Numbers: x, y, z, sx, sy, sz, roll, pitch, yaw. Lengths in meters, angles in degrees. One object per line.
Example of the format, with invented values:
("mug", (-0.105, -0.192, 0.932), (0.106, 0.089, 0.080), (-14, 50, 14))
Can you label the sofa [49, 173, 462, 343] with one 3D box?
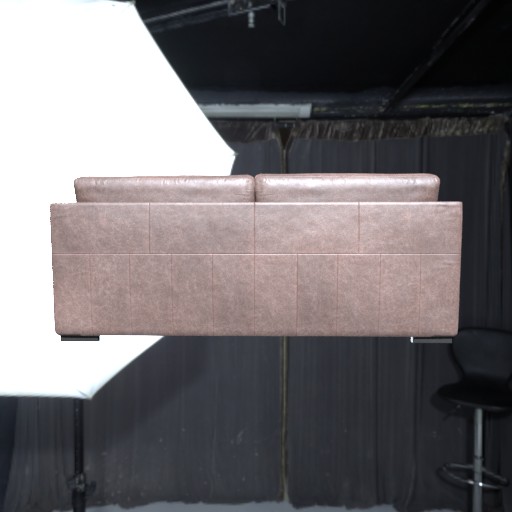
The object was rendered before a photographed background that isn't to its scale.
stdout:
("sofa", (0.000, 0.000, 2.887), (2.261, 0.941, 1.143), (0, 0, 1))
